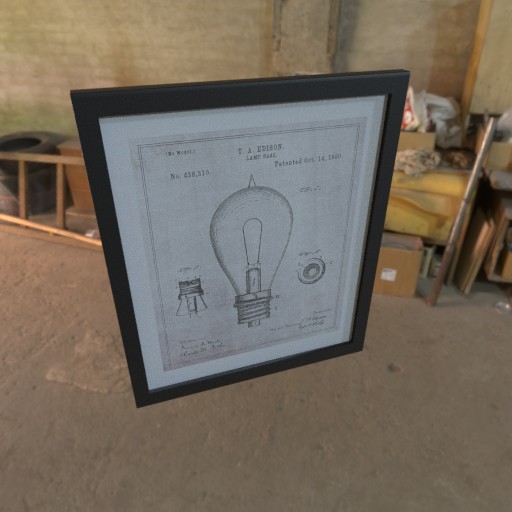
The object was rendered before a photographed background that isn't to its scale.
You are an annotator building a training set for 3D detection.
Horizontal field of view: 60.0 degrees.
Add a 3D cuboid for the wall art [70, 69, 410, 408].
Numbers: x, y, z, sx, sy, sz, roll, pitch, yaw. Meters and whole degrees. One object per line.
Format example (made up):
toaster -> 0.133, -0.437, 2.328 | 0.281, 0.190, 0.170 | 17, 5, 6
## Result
wall art -> 0.000, 0.000, 0.678 | 0.430, 0.509, 0.021 | -10, 33, -16
